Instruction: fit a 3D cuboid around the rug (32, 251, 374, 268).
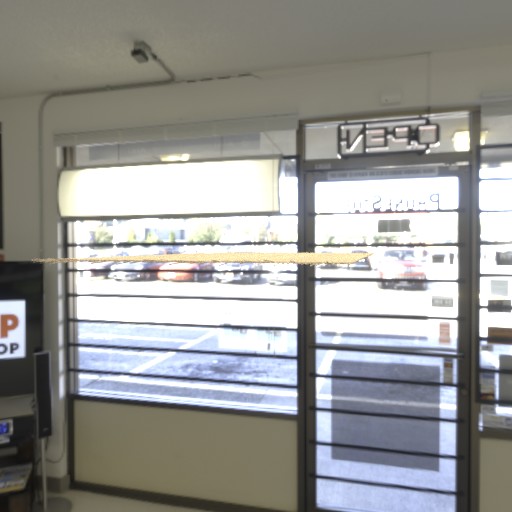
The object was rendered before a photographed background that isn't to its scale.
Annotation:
[{"bbox_3d":[0.000,0.000,3.118,1.528,0.034,2.523,0,1,17],"label":"rug"}]
